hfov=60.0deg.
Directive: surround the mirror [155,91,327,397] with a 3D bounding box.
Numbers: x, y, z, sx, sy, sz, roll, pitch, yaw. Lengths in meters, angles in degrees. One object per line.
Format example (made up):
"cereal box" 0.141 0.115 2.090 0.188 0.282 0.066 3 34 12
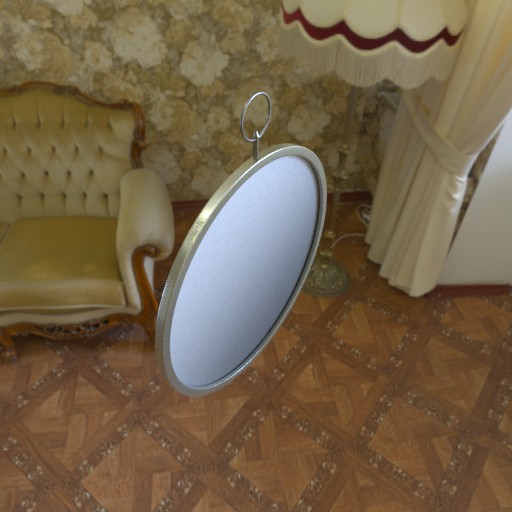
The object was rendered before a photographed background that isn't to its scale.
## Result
"mirror" 0.000 0.000 0.955 0.020 0.713 0.594 26 49 26
